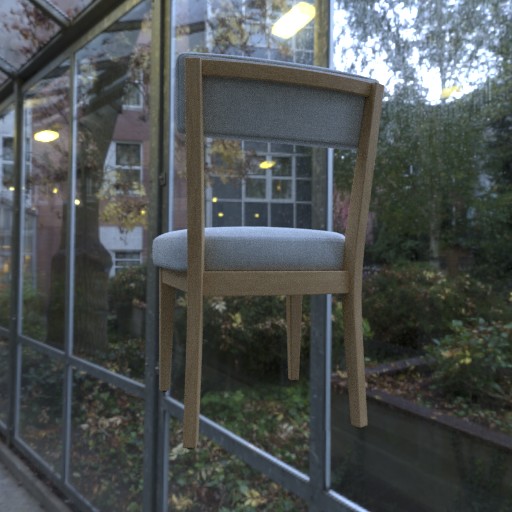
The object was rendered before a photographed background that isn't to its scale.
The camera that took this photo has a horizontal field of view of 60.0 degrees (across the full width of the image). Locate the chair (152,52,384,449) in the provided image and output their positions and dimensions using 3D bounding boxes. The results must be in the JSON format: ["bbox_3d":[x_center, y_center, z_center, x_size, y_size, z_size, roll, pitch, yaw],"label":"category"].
[{"bbox_3d":[0.000,0.000,1.188,0.508,0.832,0.572,0,-1,-17],"label":"chair"}]
